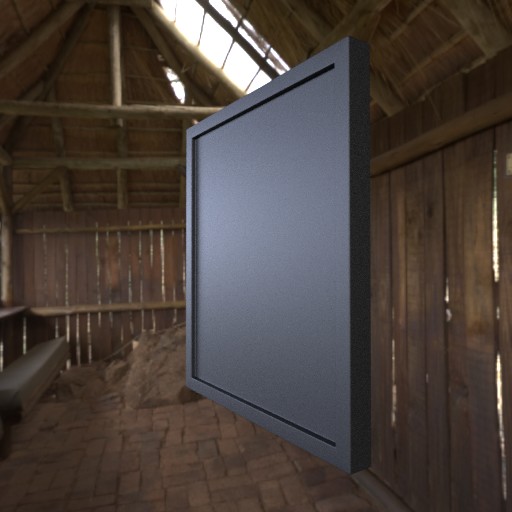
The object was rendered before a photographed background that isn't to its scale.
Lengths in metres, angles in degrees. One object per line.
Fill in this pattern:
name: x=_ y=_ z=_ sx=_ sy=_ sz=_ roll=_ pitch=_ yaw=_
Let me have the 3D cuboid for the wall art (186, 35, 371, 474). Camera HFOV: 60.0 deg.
wall art: x=0.000 y=0.000 z=0.526 sx=0.028 sy=0.381 sz=0.328 roll=1 pitch=-1 yaw=-34
